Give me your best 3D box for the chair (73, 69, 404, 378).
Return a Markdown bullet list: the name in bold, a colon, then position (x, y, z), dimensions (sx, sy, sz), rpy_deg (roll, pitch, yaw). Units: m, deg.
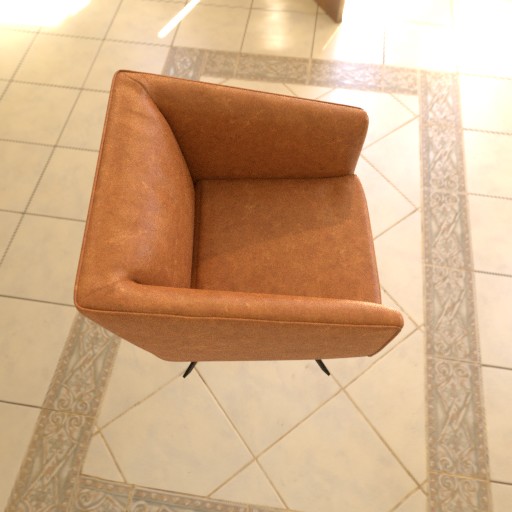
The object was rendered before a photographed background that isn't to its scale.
- **chair**: position (0.000, 0.000, 1.201), dimensions (0.625, 0.760, 0.588), rpy_deg (-1, 63, 0)
